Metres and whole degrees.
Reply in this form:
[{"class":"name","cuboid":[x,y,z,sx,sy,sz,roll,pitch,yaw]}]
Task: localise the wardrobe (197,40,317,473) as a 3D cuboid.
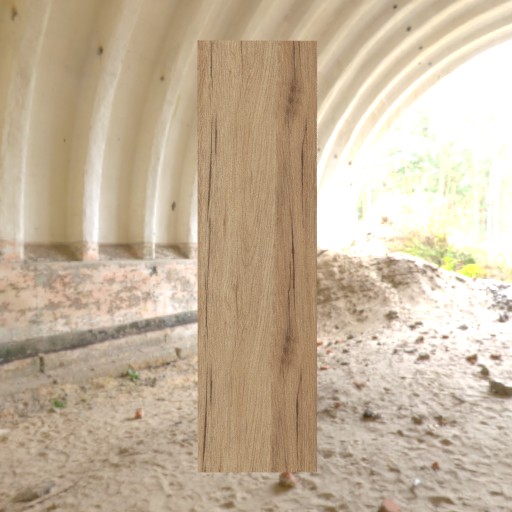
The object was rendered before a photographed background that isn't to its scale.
[{"class":"wardrobe","cuboid":[0.000,0.000,3.027,0.580,2.070,1.810,0,0,-1]}]
